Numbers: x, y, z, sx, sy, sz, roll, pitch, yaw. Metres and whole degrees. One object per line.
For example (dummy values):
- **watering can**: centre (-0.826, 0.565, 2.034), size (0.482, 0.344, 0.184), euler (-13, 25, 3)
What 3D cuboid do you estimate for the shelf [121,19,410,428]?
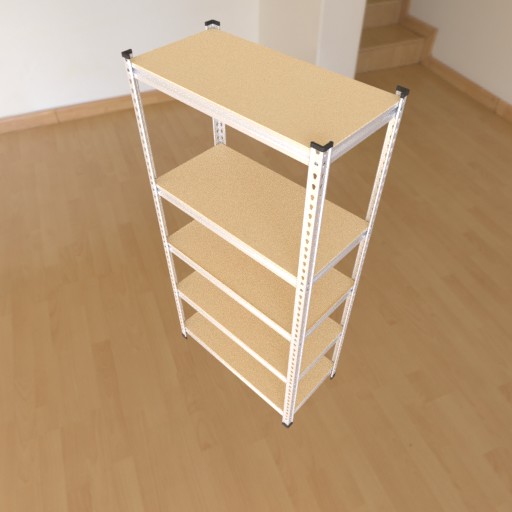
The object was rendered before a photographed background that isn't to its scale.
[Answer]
- **shelf**: centre (0.000, 0.000, 2.161), size (0.914, 1.829, 0.457), euler (34, 55, 28)
